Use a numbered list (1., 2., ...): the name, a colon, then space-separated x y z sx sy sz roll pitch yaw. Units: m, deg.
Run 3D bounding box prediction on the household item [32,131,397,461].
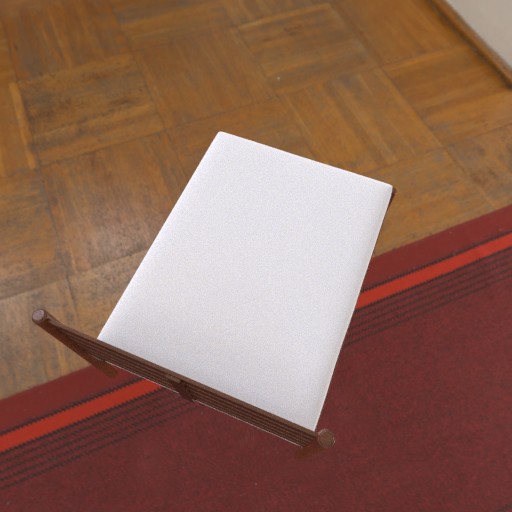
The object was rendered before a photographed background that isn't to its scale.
1. household item: 0.000 0.000 3.236 1.663 1.356 2.232 20 65 10
